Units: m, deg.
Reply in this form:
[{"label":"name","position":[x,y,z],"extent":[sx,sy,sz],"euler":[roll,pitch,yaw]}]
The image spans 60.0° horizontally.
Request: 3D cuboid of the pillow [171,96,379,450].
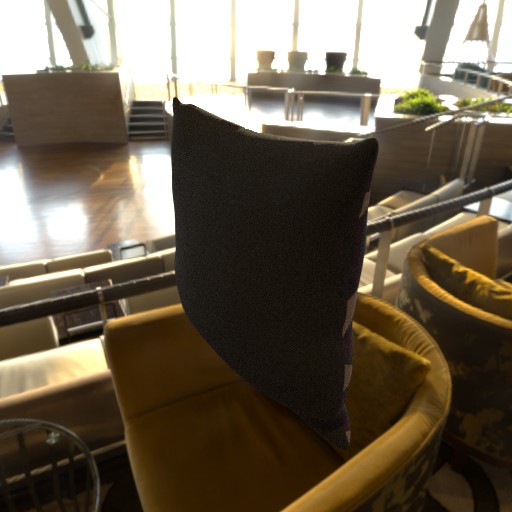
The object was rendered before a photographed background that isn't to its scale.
[{"label":"pillow","position":[0.000,0.000,0.779],"extent":[0.208,0.496,0.503],"euler":[-19,33,-32]}]
